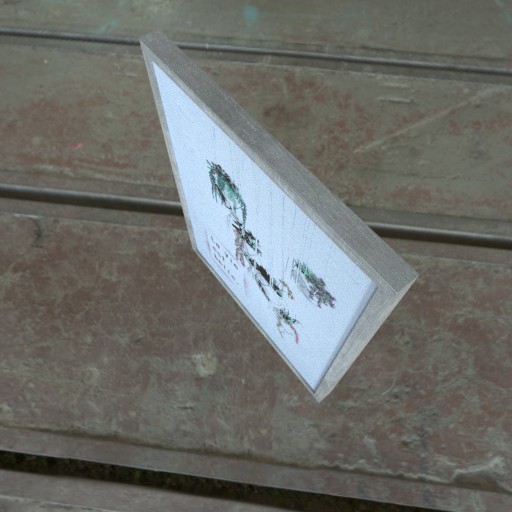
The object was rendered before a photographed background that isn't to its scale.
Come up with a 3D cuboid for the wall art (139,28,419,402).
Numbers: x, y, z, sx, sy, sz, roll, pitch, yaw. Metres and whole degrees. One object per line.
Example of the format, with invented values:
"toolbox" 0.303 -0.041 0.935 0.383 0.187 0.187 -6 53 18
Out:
"wall art" 0.000 0.000 0.687 0.032 0.521 0.421 -35 67 -17
